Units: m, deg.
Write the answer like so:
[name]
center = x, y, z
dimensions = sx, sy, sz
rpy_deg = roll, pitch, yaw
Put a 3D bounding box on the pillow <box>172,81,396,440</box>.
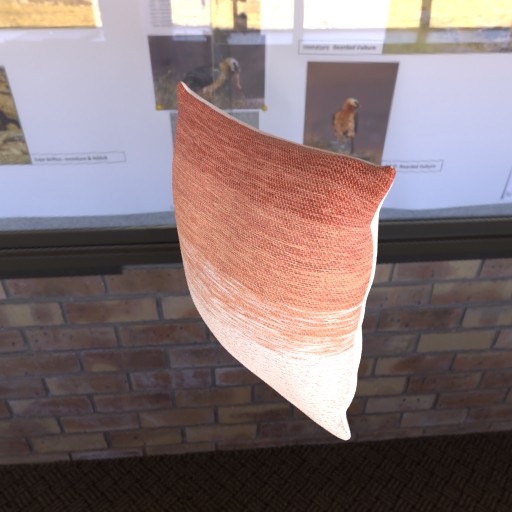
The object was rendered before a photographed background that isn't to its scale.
[pillow]
center = 0.000, 0.000, 0.679
dimensions = 0.182, 0.441, 0.440
rpy_deg = -22, 39, -30
